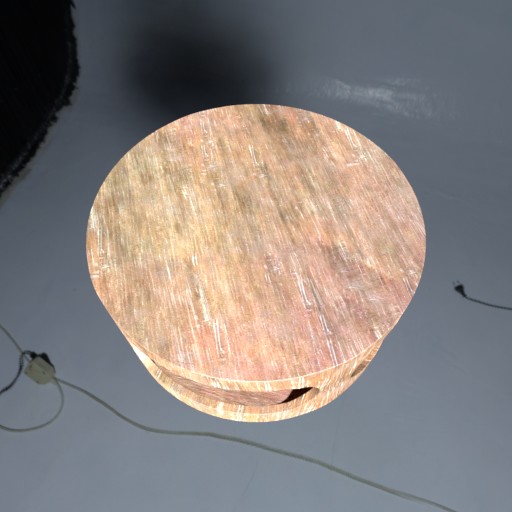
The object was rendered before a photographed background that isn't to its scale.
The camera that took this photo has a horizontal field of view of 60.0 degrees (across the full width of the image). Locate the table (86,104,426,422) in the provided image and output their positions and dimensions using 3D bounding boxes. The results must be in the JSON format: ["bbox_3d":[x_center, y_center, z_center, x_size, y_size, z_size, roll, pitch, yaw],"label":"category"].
[{"bbox_3d":[0.000,0.000,1.486,0.974,0.450,0.974,0,58,0],"label":"table"}]
